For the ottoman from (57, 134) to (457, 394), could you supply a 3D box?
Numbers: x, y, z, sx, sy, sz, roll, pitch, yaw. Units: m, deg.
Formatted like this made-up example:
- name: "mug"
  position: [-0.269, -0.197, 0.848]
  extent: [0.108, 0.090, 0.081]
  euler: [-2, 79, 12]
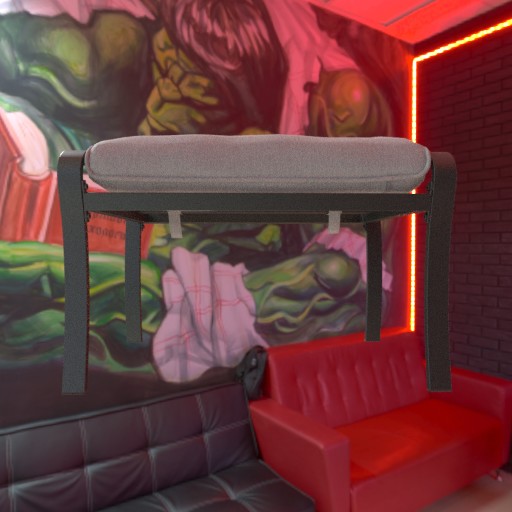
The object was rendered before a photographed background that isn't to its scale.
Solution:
- name: "ottoman"
  position: [0.000, 0.000, 0.879]
  extent: [0.610, 0.422, 0.406]
  euler: [0, 1, -1]
